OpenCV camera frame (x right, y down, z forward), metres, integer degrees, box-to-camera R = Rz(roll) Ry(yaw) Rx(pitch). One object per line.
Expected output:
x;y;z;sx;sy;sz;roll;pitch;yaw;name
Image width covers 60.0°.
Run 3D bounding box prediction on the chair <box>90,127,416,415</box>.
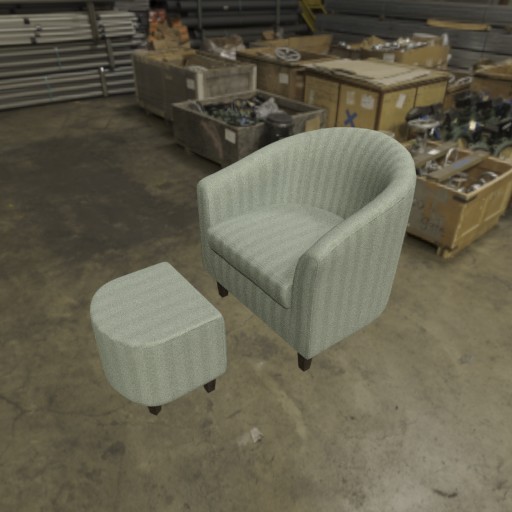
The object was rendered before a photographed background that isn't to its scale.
0.000;0.000;1.727;1.288;0.757;0.756;-21;38;-30;chair
